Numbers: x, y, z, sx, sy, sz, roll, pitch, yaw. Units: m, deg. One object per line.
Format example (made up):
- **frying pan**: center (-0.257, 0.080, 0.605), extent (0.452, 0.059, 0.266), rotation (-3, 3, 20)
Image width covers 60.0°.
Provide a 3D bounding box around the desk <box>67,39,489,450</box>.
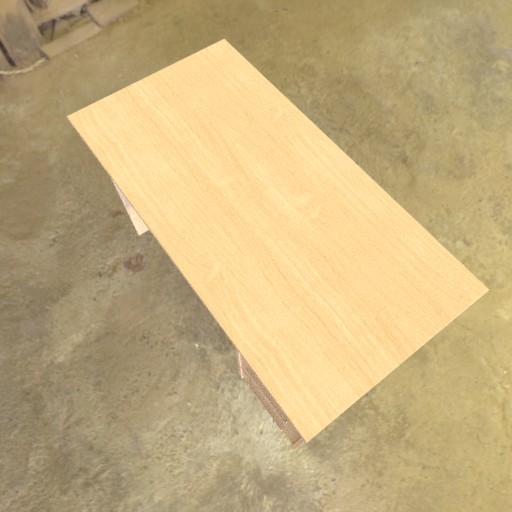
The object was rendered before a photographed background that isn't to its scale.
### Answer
- **desk**: center (0.000, 0.000, 1.500), extent (0.560, 0.735, 1.097), rotation (-34, 68, -15)
